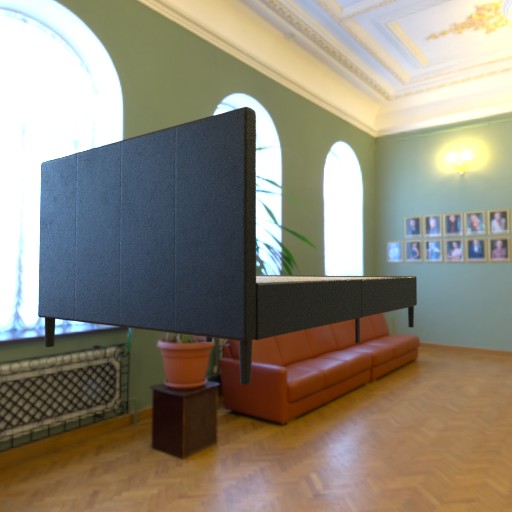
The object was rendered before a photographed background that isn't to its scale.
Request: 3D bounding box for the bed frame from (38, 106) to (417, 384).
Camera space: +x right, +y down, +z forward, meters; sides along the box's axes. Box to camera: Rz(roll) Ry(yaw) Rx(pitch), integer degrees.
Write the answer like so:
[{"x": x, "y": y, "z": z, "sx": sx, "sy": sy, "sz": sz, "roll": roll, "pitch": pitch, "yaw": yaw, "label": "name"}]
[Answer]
[{"x": 0.000, "y": 0.000, "z": 2.937, "sx": 1.469, "sy": 1.046, "sz": 2.152, "roll": -1, "pitch": -2, "yaw": 36, "label": "bed frame"}]
